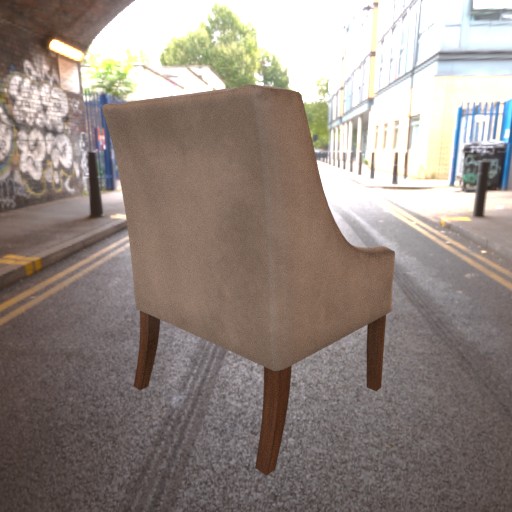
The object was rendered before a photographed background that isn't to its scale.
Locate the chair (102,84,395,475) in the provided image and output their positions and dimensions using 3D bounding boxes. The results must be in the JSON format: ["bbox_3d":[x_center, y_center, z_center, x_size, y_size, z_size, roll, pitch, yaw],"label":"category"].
[{"bbox_3d":[0.000,0.000,1.356,0.629,0.895,0.629,13,19,42],"label":"chair"}]
